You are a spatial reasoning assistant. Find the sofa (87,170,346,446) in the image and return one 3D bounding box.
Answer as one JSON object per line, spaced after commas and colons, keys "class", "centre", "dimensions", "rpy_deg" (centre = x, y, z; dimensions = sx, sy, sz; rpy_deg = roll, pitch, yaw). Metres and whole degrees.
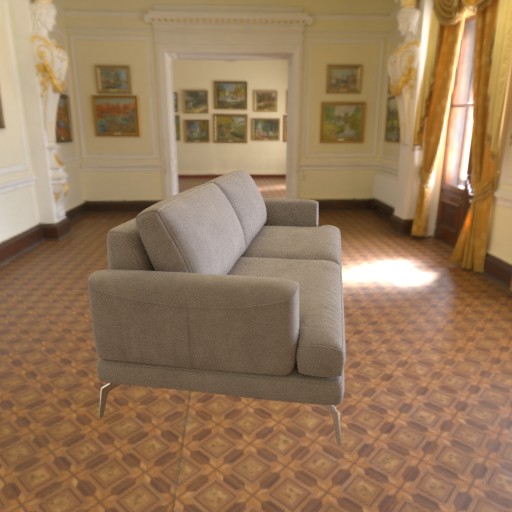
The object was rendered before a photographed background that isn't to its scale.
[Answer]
{"class": "sofa", "centre": [0.000, 0.000, 2.521], "dimensions": [0.980, 0.830, 2.013], "rpy_deg": [3, 16, 9]}
